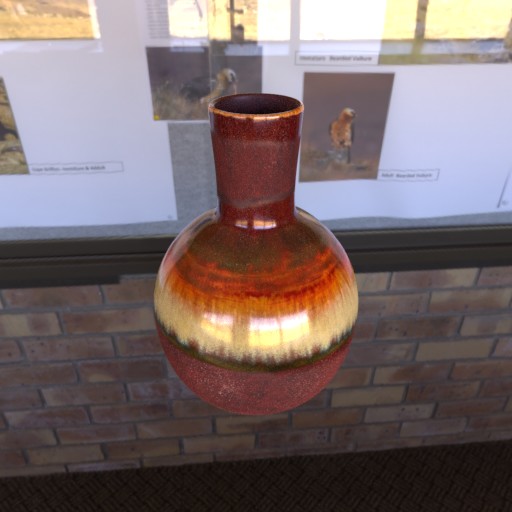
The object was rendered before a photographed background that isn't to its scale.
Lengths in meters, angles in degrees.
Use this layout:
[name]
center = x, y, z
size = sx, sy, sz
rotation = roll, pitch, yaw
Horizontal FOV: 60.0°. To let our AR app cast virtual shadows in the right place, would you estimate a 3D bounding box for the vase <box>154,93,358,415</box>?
[vase]
center = 0.000, 0.000, 0.231
size = 0.111, 0.154, 0.111
rotation = 0, 32, 0
